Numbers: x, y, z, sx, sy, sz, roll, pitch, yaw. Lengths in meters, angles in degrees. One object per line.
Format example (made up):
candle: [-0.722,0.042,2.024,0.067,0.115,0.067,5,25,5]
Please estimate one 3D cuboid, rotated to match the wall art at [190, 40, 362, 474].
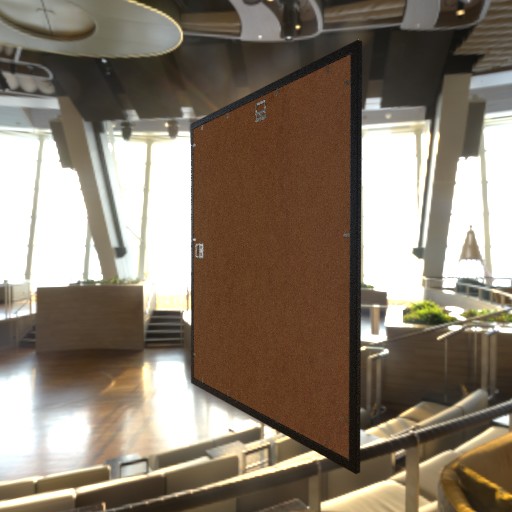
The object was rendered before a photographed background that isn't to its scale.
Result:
wall art: [0.000,0.000,0.906,0.018,0.660,0.559,-1,1,-35]
